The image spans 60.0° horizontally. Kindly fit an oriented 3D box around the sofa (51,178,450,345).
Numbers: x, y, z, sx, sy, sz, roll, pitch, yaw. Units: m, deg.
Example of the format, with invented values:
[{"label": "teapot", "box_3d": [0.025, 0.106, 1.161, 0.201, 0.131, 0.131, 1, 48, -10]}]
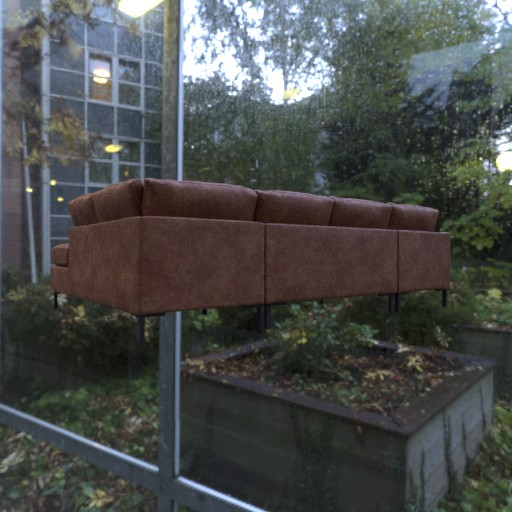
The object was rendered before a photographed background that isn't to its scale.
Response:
[{"label": "sofa", "box_3d": [0.000, 0.000, 3.887, 2.956, 0.900, 1.939, 0, 0, -37]}]
